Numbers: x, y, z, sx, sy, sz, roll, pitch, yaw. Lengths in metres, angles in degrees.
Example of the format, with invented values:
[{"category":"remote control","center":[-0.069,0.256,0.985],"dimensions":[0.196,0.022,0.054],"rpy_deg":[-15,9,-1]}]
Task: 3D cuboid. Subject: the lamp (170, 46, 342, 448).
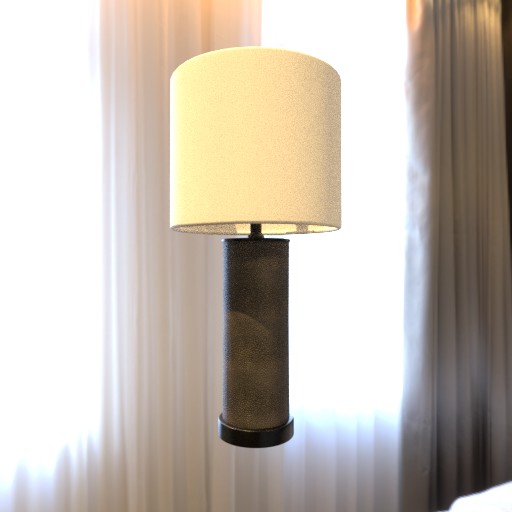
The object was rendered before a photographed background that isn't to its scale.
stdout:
[{"category":"lamp","center":[0.000,0.000,0.800],"dimensions":[0.305,0.634,0.305],"rpy_deg":[-1,-1,38]}]
